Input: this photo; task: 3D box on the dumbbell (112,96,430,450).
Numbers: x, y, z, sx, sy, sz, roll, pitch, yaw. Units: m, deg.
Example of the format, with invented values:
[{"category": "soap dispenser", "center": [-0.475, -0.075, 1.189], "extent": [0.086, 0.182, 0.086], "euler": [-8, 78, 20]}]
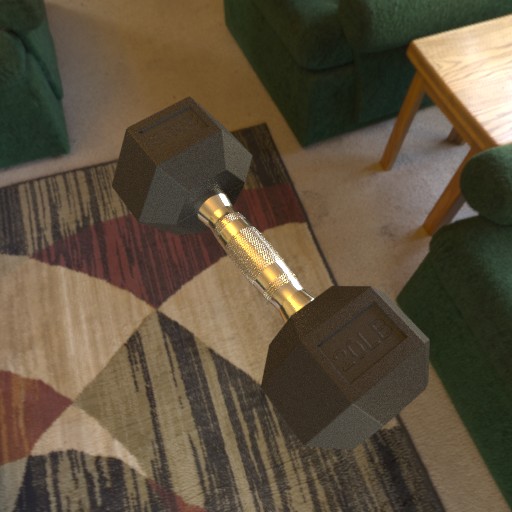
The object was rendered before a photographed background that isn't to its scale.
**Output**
[{"category": "dumbbell", "center": [0.000, 0.000, 0.348], "extent": [0.116, 0.101, 0.297], "euler": [-34, 67, -16]}]
